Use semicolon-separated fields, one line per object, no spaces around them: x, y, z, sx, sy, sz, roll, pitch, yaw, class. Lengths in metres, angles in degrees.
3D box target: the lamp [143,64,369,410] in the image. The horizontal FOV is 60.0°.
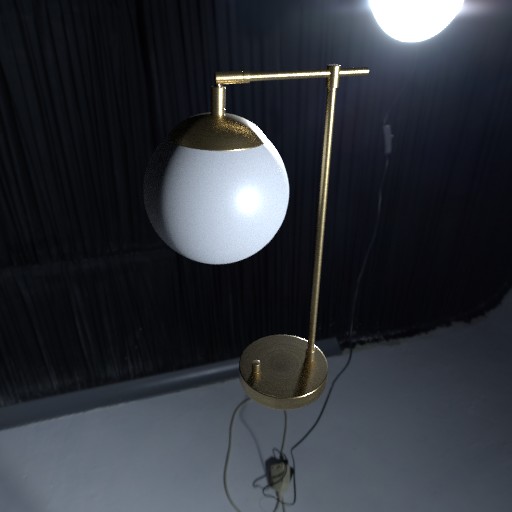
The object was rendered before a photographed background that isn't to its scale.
0.000;0.000;0.711;0.324;0.559;0.207;-9;31;-15;lamp
